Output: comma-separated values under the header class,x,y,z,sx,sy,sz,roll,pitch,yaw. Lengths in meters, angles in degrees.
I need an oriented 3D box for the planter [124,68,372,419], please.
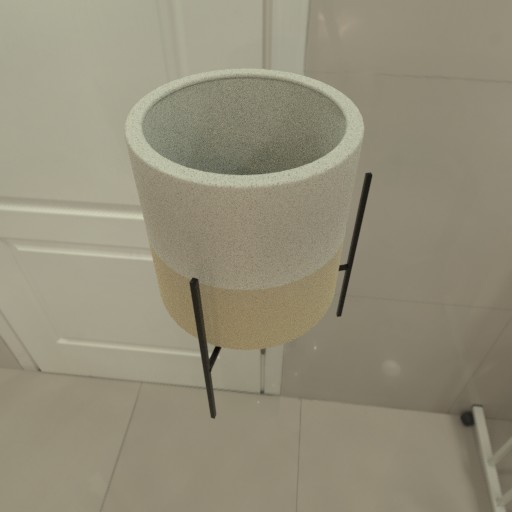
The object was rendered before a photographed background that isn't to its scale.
class,x,y,z,sx,sy,sz,roll,pitch,yaw
planter,0.000,0.000,0.556,0.263,0.362,0.267,5,45,5
